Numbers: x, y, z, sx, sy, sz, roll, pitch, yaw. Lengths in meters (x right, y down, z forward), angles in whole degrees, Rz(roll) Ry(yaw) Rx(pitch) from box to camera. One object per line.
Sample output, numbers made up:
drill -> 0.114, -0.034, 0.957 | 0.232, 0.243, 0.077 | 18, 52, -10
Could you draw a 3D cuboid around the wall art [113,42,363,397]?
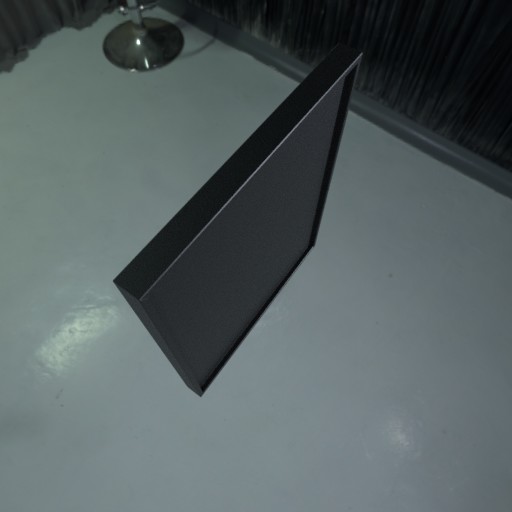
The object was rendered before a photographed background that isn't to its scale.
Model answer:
wall art -> 0.000, 0.000, 0.777 | 0.039, 0.555, 0.449 | 33, 67, 16
